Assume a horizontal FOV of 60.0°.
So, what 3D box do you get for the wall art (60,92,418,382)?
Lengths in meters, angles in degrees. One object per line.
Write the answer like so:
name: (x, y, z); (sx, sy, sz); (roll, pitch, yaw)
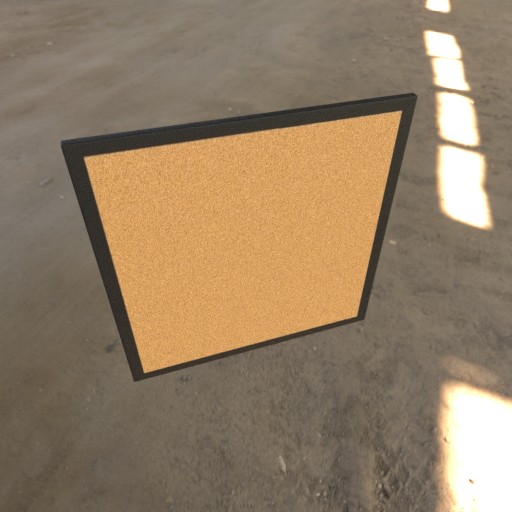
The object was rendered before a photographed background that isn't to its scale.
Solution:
wall art: (0.000, 0.000, 1.004); (0.663, 0.659, 0.016); (-12, 42, -14)
